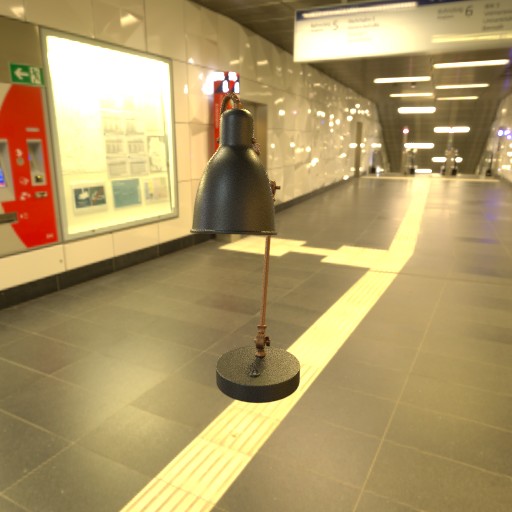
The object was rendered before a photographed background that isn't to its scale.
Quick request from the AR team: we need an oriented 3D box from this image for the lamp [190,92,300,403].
[{"bbox_3d":[0.000,0.000,0.891,0.187,0.587,0.561,2,14,8],"label":"lamp"}]
